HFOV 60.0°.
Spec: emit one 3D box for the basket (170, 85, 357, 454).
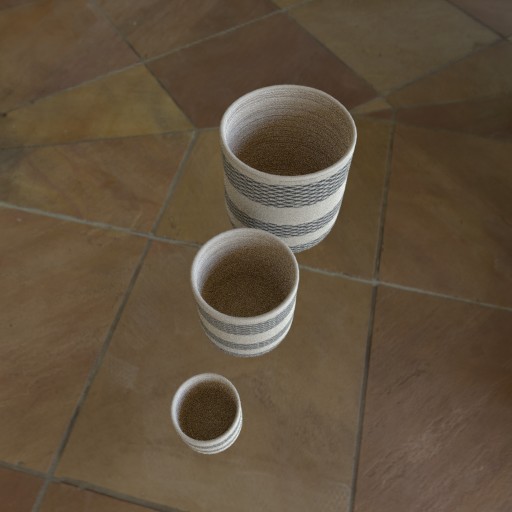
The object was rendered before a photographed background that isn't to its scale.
[{"bbox_3d":[0.000,0.000,1.124,0.351,0.356,0.917,14,59,9],"label":"basket"}]
